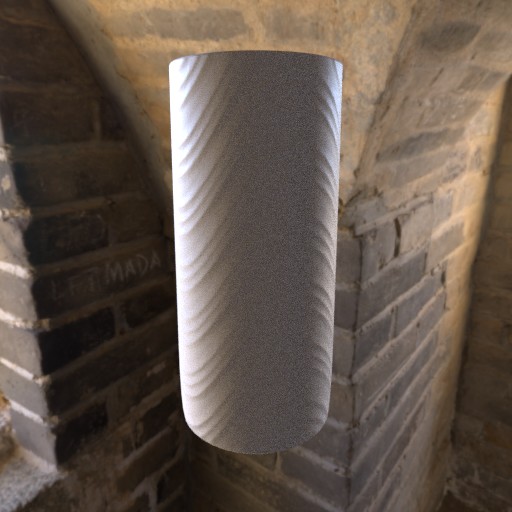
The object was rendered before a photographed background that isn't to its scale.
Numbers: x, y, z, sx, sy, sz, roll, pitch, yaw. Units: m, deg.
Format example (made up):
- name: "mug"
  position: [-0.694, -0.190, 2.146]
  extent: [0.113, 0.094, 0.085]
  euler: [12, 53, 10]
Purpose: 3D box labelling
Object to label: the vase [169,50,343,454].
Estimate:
- name: "vase"
  position: [0.000, 0.000, 0.397]
  extent: [0.143, 0.316, 0.143]
  euler: [0, 15, 0]
